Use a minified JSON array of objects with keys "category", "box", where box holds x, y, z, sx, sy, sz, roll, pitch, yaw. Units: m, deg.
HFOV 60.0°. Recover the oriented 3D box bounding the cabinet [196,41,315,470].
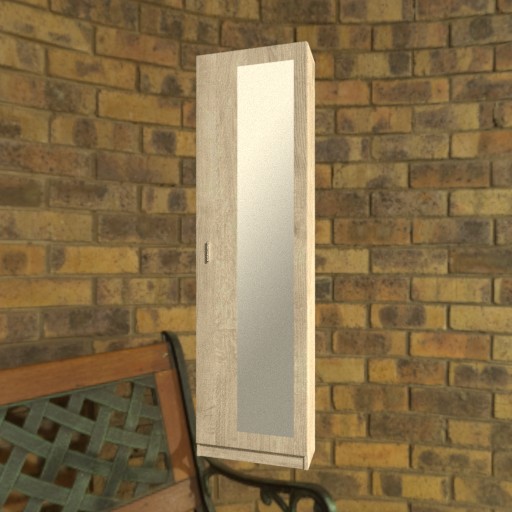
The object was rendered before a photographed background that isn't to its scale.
[{"category":"cabinet","box":[0.000,0.000,2.006,0.500,1.790,0.230,0,0,16]}]
